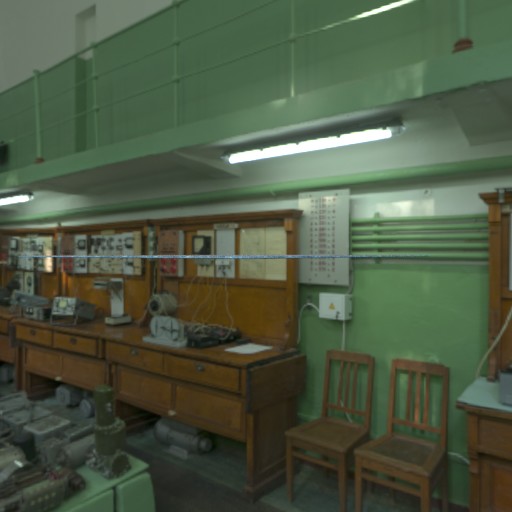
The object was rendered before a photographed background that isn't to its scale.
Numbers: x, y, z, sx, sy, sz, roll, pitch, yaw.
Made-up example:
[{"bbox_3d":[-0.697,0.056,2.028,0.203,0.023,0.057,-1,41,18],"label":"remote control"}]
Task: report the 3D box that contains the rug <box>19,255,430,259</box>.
[{"bbox_3d":[0.000,0.000,4.218,2.337,0.013,3.291,0,0,36],"label":"rug"}]
